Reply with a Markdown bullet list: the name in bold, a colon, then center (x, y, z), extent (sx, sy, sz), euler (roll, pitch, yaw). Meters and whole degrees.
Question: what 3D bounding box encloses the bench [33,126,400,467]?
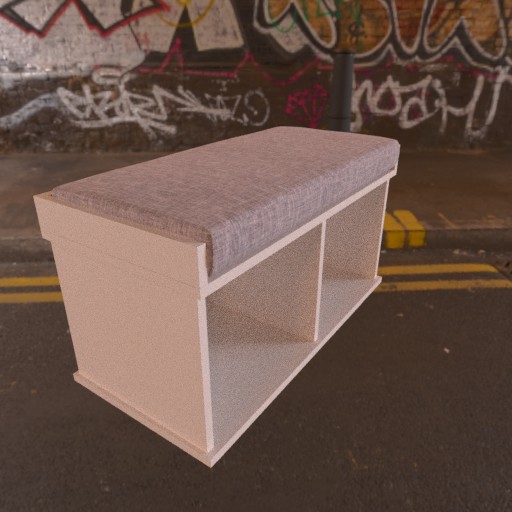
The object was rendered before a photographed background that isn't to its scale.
- **bench**: center (0.000, 0.000, 0.977), extent (0.362, 0.461, 0.734), euler (17, 30, 31)
